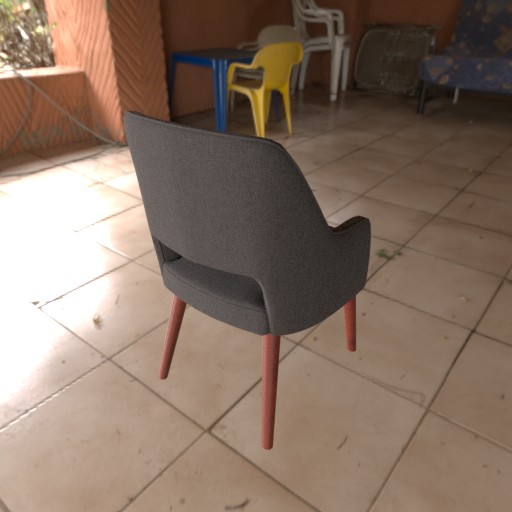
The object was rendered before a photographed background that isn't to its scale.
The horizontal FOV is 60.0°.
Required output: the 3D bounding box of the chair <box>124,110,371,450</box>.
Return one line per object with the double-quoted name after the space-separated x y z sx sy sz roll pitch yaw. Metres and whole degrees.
0.000 0.000 1.249 0.559 0.838 0.560 21 36 32 "chair"
